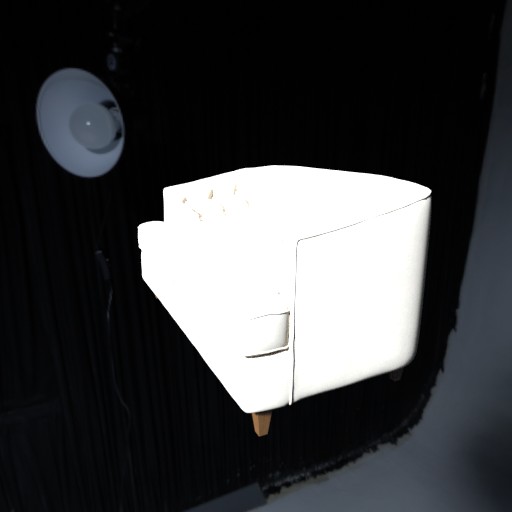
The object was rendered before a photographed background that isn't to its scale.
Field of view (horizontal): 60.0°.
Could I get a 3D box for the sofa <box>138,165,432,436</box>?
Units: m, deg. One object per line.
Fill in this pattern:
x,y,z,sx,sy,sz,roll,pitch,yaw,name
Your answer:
0.000,0.000,2.344,0.940,0.878,1.731,-7,16,-24,sofa
